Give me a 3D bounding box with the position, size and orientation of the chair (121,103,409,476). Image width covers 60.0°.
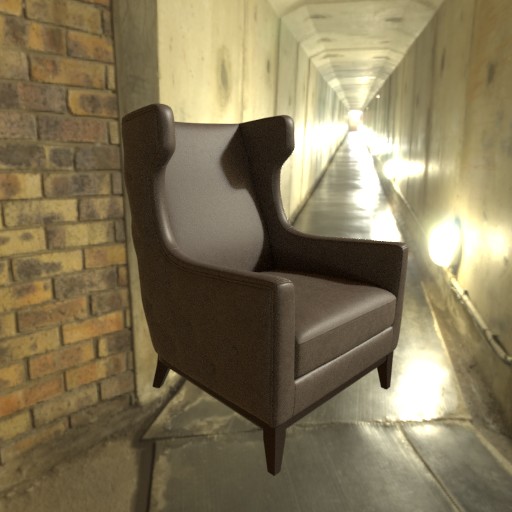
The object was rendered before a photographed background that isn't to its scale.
[{"bbox_3d":[0.000,0.000,1.690,0.899,1.079,0.769,12,18,43],"label":"chair"}]
